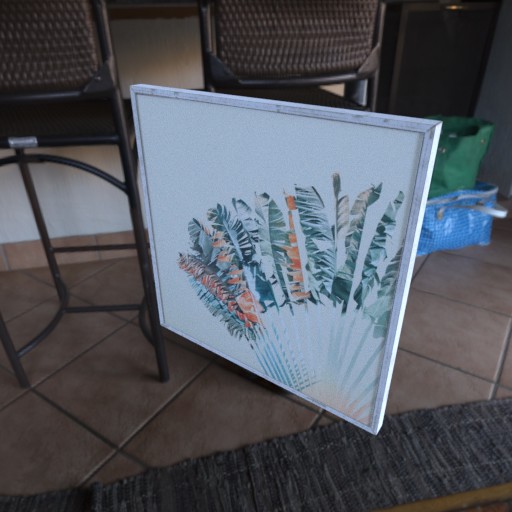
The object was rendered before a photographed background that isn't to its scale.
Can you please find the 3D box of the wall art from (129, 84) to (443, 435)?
[{"bbox_3d":[0.000,0.000,1.124,0.760,0.757,0.038,19,34,31],"label":"wall art"}]
